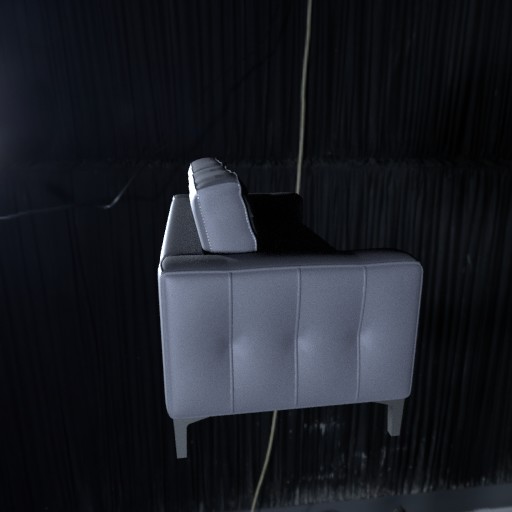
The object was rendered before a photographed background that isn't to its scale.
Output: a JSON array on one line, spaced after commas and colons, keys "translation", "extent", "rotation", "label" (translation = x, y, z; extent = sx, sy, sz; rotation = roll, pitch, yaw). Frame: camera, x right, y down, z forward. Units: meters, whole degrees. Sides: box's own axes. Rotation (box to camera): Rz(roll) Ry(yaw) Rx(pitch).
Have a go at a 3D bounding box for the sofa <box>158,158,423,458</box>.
[{"translation": [0.000, 0.000, 2.169], "extent": [0.833, 0.893, 1.726], "rotation": [-2, 16, -8], "label": "sofa"}]
